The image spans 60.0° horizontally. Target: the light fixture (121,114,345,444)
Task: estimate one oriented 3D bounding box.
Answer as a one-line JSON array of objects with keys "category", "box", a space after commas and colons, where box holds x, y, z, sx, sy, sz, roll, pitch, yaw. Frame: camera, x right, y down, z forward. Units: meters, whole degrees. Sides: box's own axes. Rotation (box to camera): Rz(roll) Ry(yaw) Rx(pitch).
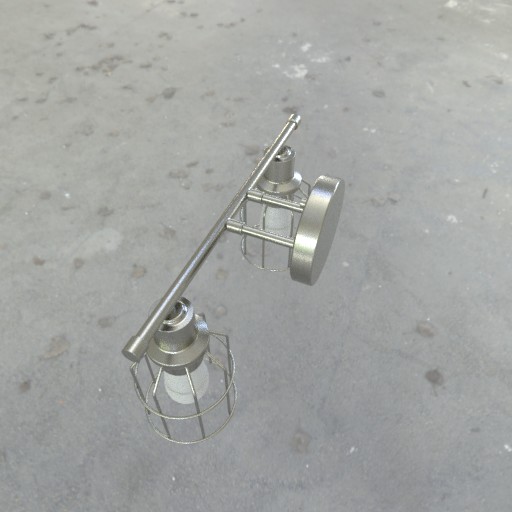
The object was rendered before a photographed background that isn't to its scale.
[{"category": "light fixture", "box": [0.000, 0.000, 0.536, 0.165, 0.254, 0.406, 17, 49, 15]}]
